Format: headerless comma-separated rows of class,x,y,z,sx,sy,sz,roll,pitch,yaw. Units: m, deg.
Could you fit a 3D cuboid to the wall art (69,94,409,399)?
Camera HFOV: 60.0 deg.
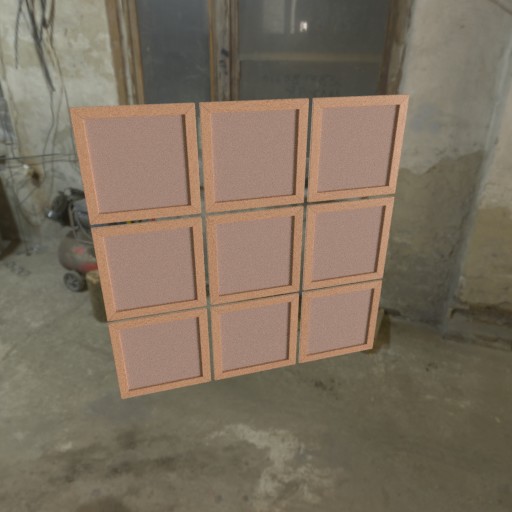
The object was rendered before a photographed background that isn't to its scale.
wall art,0.000,0.000,2.257,1.519,1.507,0.014,-8,27,-15
